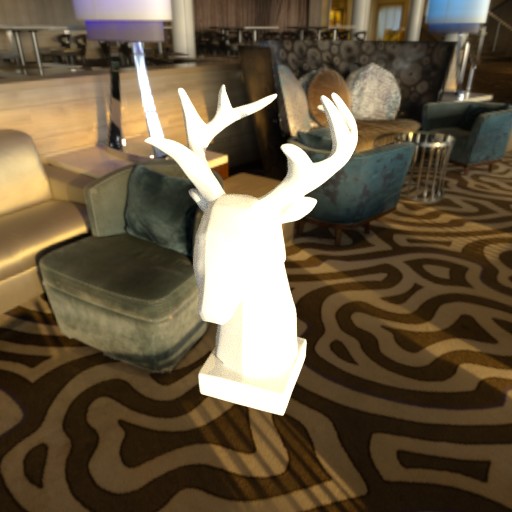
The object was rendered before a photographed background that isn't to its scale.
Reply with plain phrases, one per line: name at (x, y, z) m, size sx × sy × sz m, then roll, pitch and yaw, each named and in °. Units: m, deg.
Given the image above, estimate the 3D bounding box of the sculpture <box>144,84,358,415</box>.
sculpture at (0.000, 0.000, 0.470) m, size 0.174 × 0.329 × 0.224 m, roll 9°, pitch 29°, yaw 17°
